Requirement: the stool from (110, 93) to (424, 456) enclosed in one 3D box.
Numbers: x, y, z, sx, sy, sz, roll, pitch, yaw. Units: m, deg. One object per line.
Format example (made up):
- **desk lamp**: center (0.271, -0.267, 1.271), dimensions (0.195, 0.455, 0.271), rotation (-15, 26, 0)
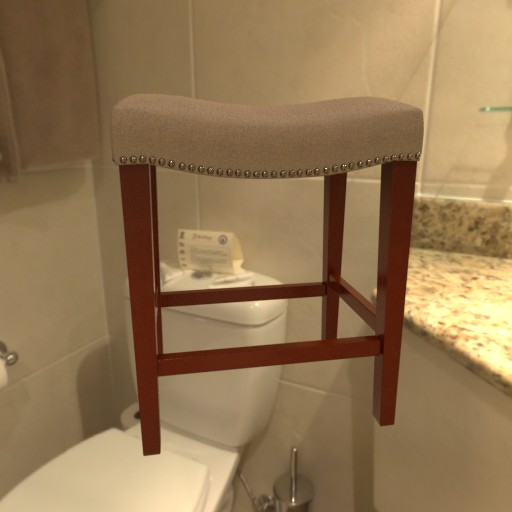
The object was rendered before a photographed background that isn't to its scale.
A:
- **stool**: center (0.000, 0.000, 0.933), dimensions (0.509, 0.632, 0.375), rotation (-3, 16, -10)
